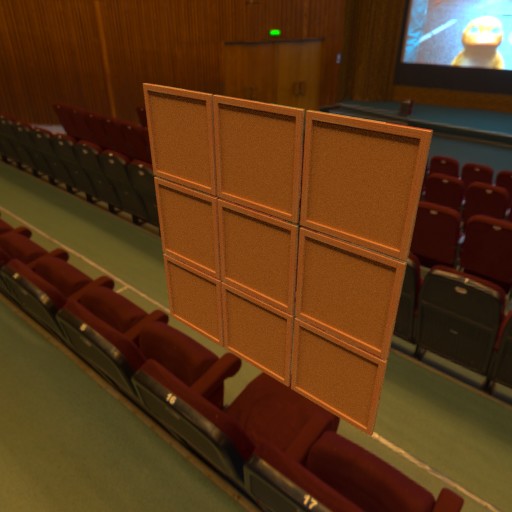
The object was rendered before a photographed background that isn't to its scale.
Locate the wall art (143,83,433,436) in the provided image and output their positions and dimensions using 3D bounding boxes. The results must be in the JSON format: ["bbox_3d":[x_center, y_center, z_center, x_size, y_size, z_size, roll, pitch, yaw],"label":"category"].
[{"bbox_3d":[0.000,0.000,1.361,0.911,0.910,0.012,23,37,34],"label":"wall art"}]
